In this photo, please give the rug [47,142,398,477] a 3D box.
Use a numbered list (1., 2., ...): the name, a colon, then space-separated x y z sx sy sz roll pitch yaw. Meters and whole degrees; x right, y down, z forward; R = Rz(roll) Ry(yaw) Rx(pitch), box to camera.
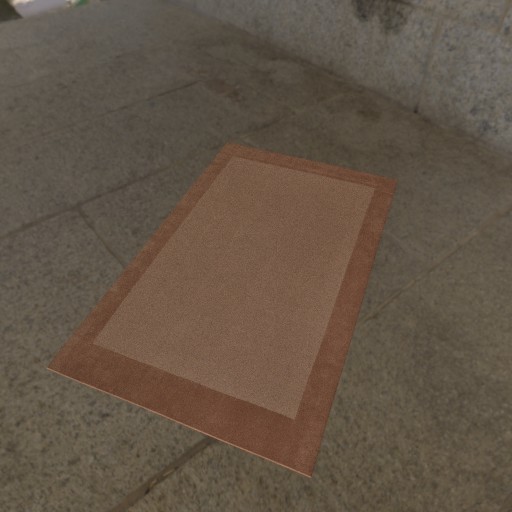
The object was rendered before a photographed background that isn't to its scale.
1. rug: 0.000 0.000 3.028 1.524 0.014 2.438 16 49 15
